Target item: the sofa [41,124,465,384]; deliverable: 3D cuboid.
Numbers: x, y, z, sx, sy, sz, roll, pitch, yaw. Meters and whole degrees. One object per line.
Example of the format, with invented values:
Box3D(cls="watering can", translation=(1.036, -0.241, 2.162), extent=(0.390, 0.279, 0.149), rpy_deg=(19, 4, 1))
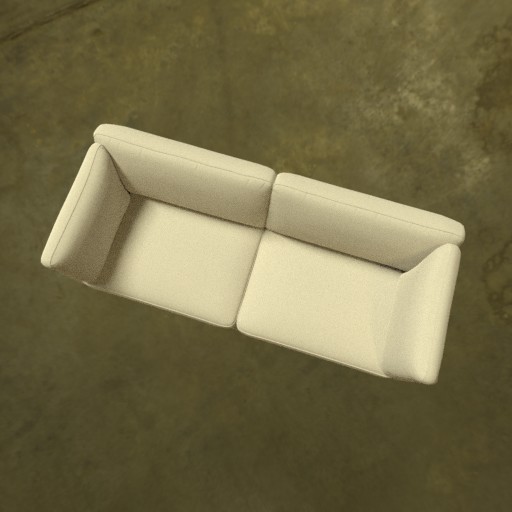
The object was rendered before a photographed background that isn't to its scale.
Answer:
Box3D(cls="sofa", translation=(0.000, 0.000, 2.750), extent=(2.301, 0.863, 0.957), rpy_deg=(16, 76, 4))
